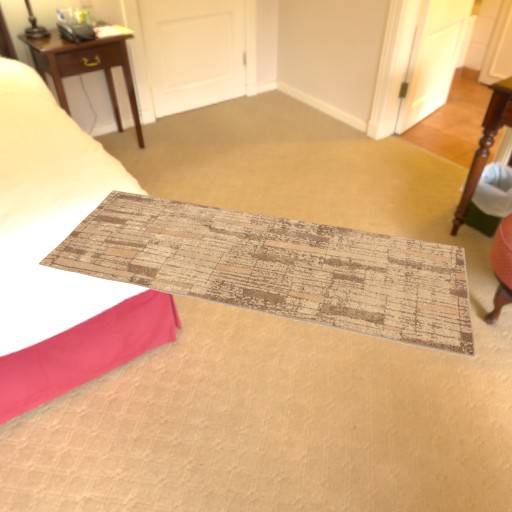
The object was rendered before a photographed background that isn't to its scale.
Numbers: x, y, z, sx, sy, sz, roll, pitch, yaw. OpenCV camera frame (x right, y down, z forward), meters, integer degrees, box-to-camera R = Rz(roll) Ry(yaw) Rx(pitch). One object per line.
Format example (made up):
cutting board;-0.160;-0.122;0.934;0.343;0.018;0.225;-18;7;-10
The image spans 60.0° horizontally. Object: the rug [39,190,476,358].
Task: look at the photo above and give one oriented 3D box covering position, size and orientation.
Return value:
rug;0.000;0.000;2.624;2.383;0.018;0.857;11;41;12
